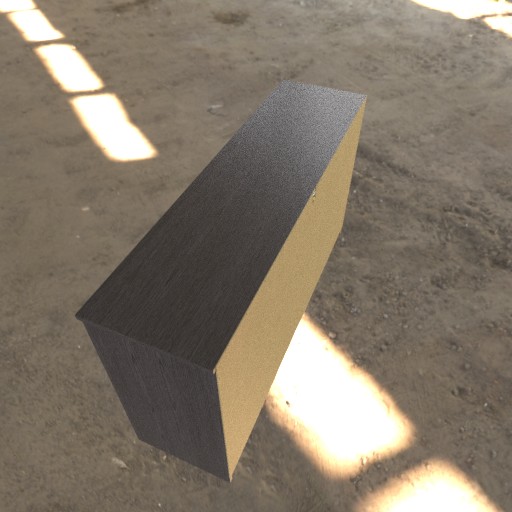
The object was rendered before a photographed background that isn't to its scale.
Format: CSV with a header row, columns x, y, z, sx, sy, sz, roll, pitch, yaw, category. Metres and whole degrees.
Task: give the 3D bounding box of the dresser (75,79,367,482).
x,y,z,sx,sy,sz,roll,pitch,yaw,category
0.000,0.000,1.695,0.401,0.755,1.360,17,48,16,dresser
